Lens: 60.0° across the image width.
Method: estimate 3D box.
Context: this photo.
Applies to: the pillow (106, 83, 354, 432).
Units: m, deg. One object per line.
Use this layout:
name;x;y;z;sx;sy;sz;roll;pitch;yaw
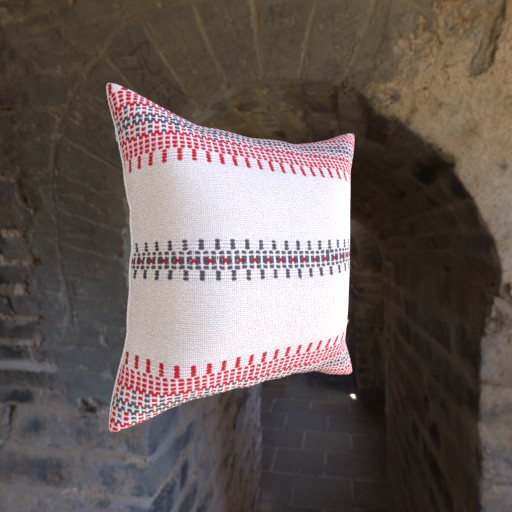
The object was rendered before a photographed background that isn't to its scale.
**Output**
pillow;0.000;0.000;0.703;0.463;0.454;0.160;-1;2;-36
